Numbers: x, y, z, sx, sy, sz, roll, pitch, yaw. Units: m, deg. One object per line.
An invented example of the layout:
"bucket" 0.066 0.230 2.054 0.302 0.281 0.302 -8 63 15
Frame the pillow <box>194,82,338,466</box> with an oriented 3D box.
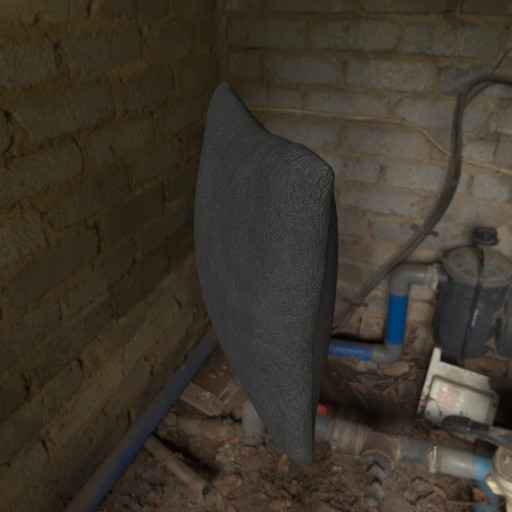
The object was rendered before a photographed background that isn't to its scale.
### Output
"pillow" 0.000 0.000 0.805 0.210 0.523 0.533 -8 31 -14
